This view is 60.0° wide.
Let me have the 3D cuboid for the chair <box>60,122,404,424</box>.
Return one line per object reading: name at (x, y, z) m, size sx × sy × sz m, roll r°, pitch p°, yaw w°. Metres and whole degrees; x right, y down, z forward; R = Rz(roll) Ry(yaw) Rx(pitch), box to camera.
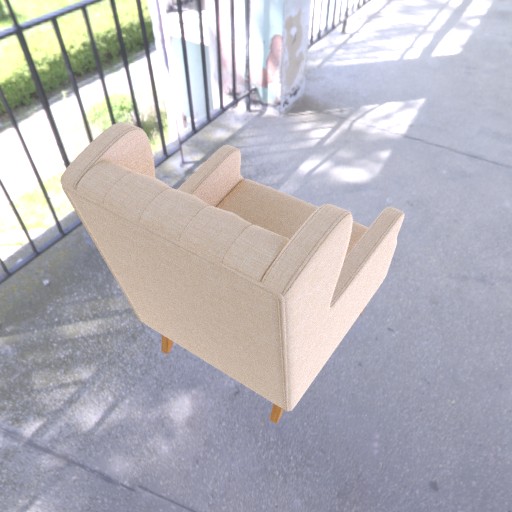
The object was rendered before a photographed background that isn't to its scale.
chair at (0.000, 0.000, 1.446) m, size 0.710 × 0.930 × 0.760 m, roll 26°, pitch 52°, yaw 22°
